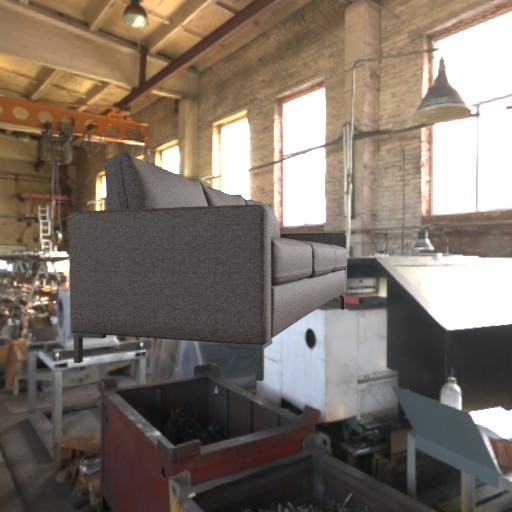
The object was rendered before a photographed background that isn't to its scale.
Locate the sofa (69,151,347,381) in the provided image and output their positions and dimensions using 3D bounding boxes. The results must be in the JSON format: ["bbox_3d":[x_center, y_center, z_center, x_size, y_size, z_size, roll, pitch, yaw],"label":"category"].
[{"bbox_3d":[0.000,0.000,2.727,0.876,0.882,2.253,0,0,19],"label":"sofa"}]
